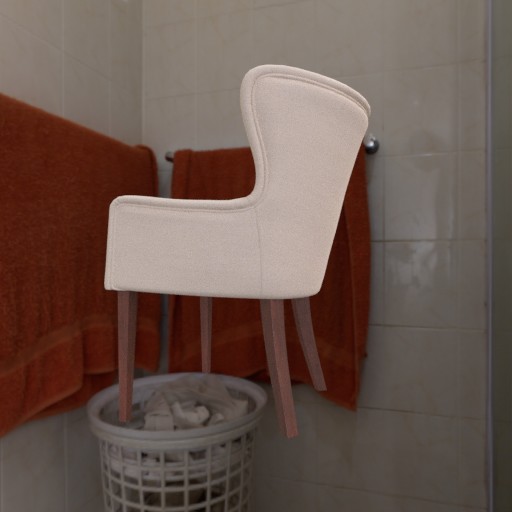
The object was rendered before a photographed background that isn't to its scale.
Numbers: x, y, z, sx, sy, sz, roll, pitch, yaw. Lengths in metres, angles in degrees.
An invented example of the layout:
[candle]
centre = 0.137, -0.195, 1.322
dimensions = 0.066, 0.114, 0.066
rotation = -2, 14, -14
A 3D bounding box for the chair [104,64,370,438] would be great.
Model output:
[chair]
centre = 0.000, 0.000, 1.490
dimensions = 0.744, 0.990, 0.696
rotation = 0, 1, 20
